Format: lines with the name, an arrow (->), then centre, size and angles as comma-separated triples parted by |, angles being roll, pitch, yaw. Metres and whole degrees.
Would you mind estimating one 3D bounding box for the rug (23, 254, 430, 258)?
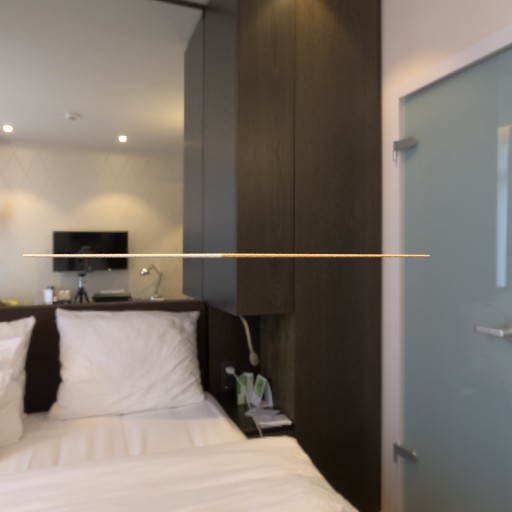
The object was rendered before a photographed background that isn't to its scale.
rug -> 0.000, 0.000, 2.897 | 1.526, 0.014, 2.290 | 0, 0, 38
